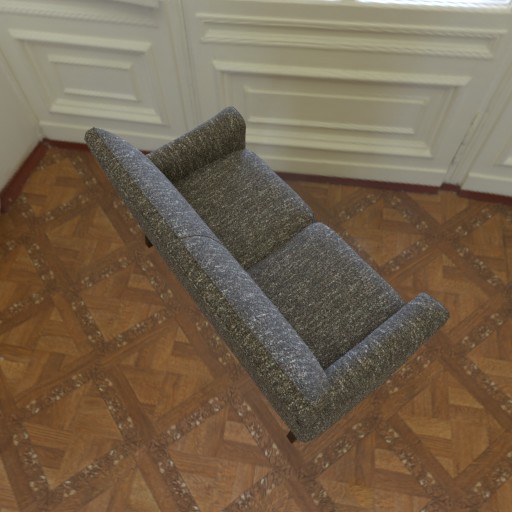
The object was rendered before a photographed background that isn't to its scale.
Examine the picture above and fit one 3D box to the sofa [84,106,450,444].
[{"bbox_3d":[0.000,0.000,2.061,0.801,0.946,1.519,-32,64,-18],"label":"sofa"}]
